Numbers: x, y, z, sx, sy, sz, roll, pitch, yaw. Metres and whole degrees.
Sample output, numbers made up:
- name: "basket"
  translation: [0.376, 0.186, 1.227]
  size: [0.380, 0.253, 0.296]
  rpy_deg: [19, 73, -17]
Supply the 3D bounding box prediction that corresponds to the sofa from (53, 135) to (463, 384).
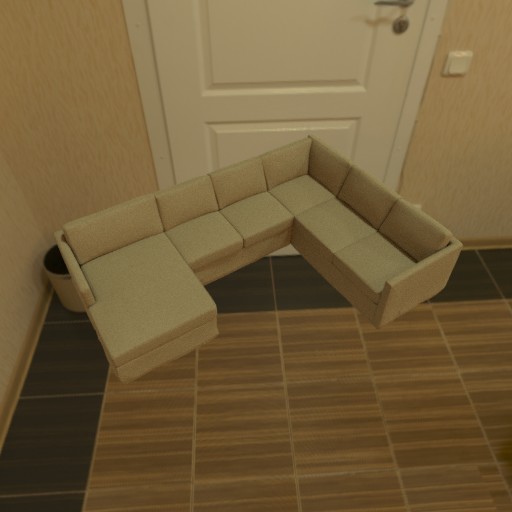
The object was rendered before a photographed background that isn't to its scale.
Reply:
- name: "sofa"
  translation: [0.000, 0.000, 4.730]
  size: [3.528, 0.878, 2.476]
  rpy_deg: [-25, 51, -22]
